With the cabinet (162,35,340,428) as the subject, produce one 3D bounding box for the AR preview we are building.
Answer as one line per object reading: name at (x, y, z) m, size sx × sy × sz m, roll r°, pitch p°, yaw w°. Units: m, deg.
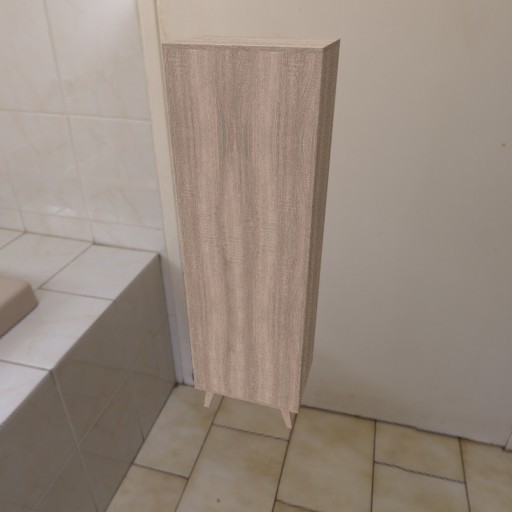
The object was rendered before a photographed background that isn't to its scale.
cabinet at (0.000, 0.000, 2.111) m, size 0.570 × 1.850 × 0.400 m, roll 9°, pitch 31°, yaw 15°
